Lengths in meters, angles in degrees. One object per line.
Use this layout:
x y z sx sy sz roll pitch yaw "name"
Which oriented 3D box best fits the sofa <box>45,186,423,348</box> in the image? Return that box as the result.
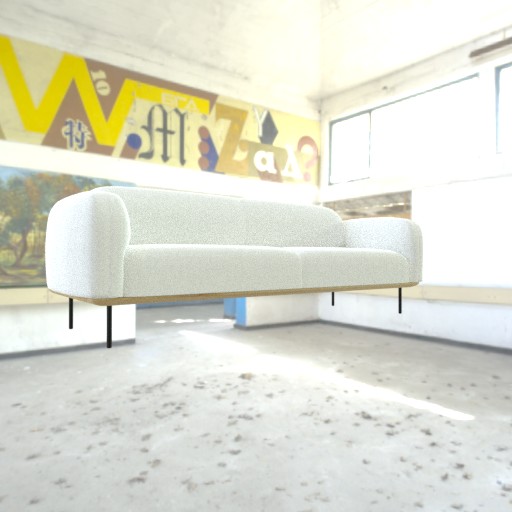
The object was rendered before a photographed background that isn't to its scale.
0.000 0.000 2.687 2.280 0.780 0.870 0 -1 -36 "sofa"
